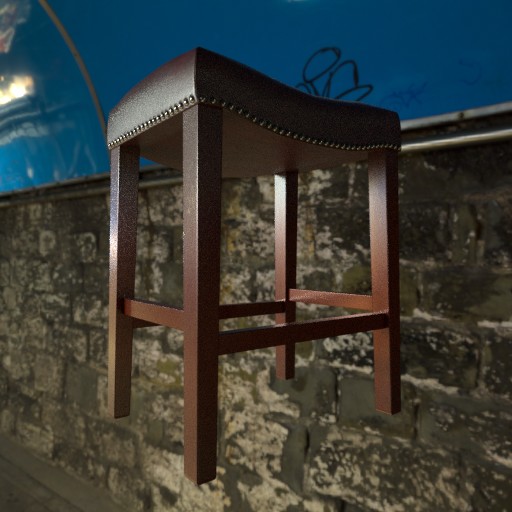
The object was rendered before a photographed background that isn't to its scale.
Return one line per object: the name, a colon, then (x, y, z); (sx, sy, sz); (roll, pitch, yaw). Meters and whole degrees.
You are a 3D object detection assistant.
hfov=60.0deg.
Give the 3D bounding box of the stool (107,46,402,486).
stool: (0.000, 0.000, 0.925); (0.504, 0.657, 0.372); (0, 0, -38)
